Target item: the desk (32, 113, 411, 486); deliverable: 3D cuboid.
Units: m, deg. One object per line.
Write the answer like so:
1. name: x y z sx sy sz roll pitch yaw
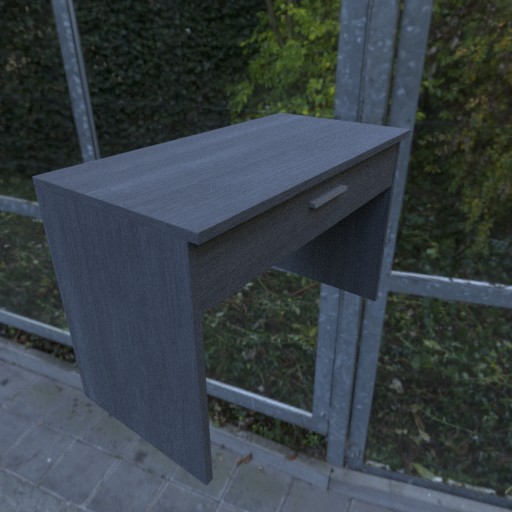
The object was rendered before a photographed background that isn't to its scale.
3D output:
1. desk: 0.000 0.000 1.503 0.557 0.729 1.099 19 33 32
